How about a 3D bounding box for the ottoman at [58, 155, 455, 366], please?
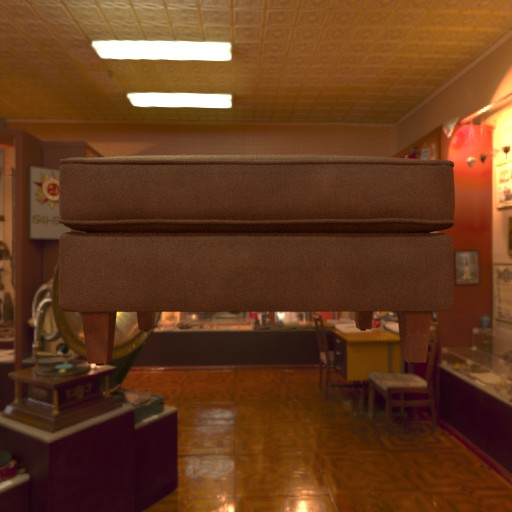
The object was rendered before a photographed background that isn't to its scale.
[{"bbox_3d":[0.000,0.000,1.205,0.860,0.481,0.596,0,0,-1],"label":"ottoman"}]
